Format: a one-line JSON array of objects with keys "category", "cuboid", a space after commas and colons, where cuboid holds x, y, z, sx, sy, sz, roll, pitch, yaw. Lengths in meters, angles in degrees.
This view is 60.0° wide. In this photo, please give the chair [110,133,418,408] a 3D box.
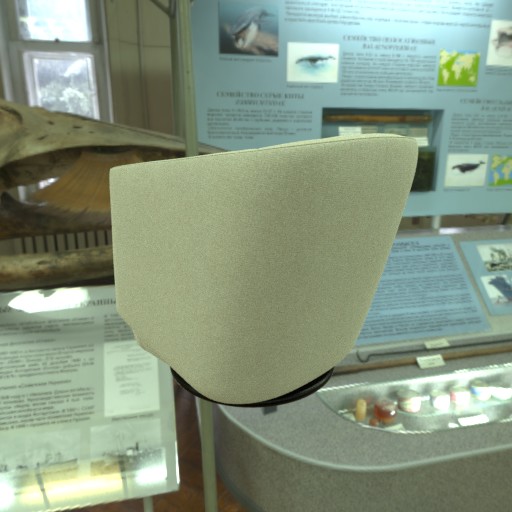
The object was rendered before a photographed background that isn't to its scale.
[{"category": "chair", "cuboid": [0.000, 0.000, 1.608, 0.822, 0.861, 0.986, -15, 22, -42]}]
